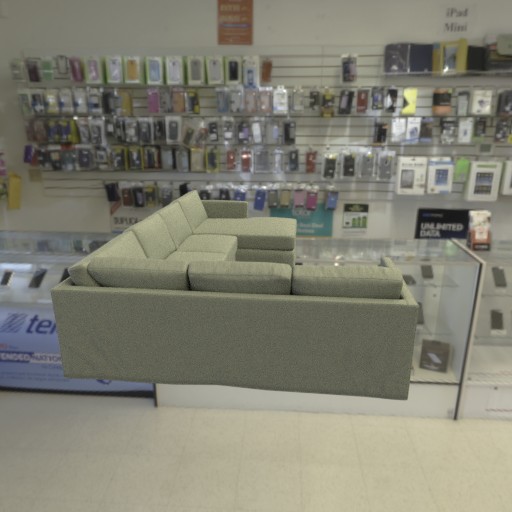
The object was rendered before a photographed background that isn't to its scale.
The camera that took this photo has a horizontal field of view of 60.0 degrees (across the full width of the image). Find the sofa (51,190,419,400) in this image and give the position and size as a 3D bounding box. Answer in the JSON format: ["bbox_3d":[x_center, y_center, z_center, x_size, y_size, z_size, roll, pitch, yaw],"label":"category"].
[{"bbox_3d":[0.000,0.000,4.562,2.427,0.882,3.460,2,17,6],"label":"sofa"}]
